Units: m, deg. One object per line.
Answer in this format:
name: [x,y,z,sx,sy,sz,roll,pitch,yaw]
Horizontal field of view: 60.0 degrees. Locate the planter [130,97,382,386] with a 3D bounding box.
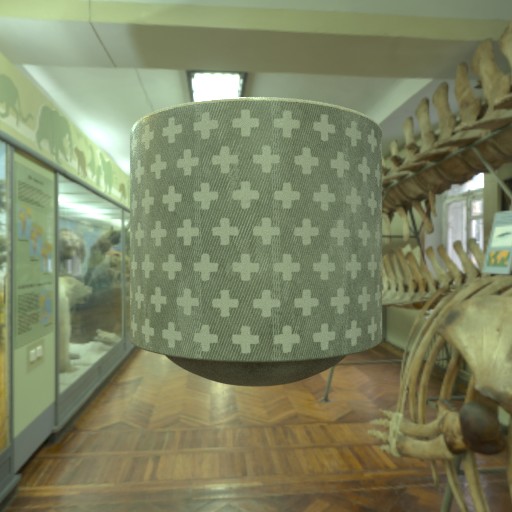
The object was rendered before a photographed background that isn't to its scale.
planter: [0.000,0.000,0.347,0.190,0.181,0.190,0,0,0]
